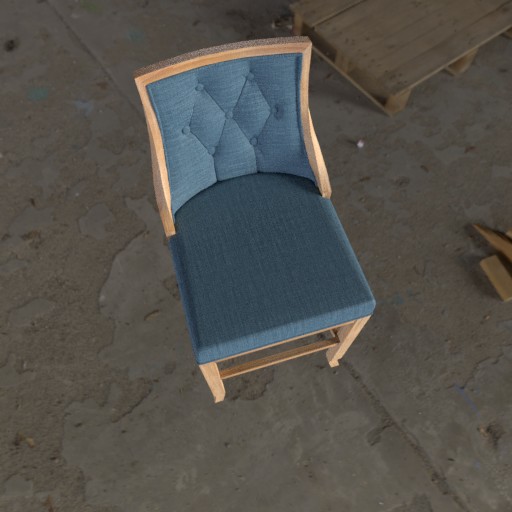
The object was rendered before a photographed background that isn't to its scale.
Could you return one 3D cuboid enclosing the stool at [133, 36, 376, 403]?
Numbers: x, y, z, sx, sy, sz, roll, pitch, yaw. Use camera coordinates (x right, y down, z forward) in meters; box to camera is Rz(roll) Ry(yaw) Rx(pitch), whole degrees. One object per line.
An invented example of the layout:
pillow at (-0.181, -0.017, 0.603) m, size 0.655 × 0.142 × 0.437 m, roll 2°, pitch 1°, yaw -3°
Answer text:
stool at (0.000, 0.000, 1.433) m, size 0.524 × 1.101 × 0.626 m, roll -15°, pitch 64°, yaw -7°
